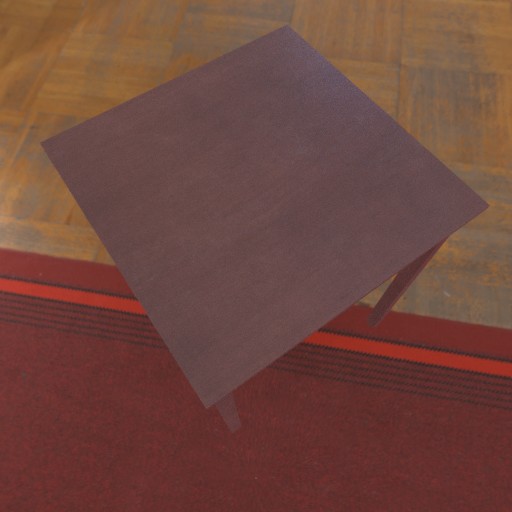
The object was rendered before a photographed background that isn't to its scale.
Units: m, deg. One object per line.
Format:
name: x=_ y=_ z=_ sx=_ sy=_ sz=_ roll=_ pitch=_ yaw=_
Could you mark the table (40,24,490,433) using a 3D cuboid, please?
table: x=0.000 y=0.000 z=1.625 sx=0.861 sy=0.991 sz=0.861 roll=-32 pitch=68 yaw=-15
